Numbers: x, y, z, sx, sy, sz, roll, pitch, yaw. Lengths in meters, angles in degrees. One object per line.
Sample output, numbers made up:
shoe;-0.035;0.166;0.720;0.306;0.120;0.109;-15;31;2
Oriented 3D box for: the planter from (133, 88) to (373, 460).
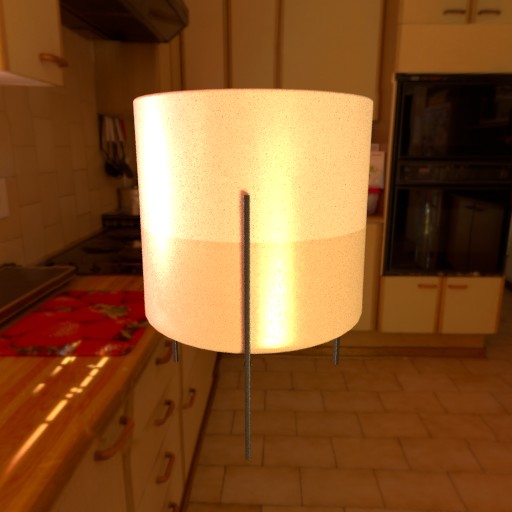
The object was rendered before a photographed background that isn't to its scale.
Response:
planter;0.000;0.000;0.737;0.368;0.484;0.359;-7;16;-27
